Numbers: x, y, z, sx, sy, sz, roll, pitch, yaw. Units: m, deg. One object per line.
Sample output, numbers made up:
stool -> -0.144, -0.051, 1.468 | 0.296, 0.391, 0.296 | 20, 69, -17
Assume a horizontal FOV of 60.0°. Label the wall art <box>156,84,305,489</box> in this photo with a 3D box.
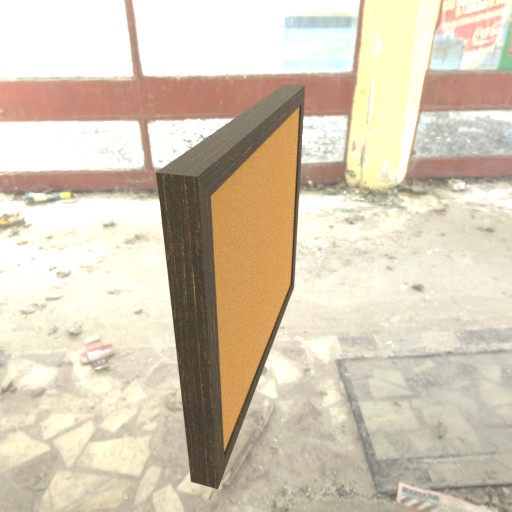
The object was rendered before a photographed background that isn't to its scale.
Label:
wall art -> 0.000, 0.000, 0.529 | 0.031, 0.330, 0.381 | 8, 31, 14
